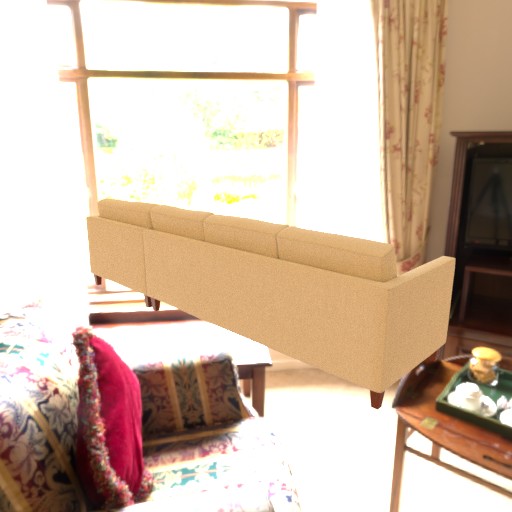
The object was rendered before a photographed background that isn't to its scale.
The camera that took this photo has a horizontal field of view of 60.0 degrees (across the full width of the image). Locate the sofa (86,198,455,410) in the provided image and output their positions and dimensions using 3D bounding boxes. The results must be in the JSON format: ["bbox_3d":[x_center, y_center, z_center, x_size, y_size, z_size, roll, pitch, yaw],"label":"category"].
[{"bbox_3d":[0.000,0.000,4.085,3.471,0.954,1.599,13,19,42],"label":"sofa"}]
